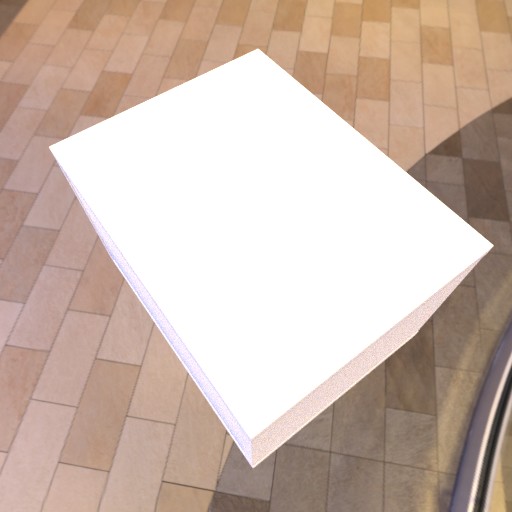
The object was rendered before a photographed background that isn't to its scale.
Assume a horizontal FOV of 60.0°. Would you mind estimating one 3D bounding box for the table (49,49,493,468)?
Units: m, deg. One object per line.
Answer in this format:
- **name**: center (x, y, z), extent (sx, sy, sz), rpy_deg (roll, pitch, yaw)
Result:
- **table**: center (0.000, 0.000, 0.782), extent (0.399, 0.357, 0.517), rpy_deg (-33, 65, -18)
